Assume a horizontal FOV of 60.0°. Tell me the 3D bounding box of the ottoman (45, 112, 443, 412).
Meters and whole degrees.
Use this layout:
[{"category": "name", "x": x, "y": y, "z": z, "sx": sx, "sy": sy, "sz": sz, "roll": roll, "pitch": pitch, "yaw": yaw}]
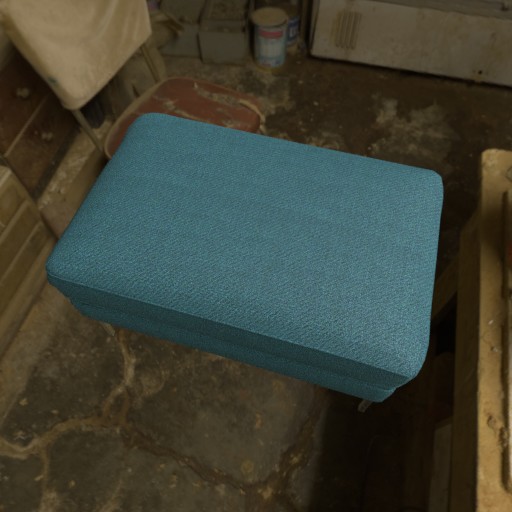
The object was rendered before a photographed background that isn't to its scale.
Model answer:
[{"category": "ottoman", "x": 0.000, "y": 0.000, "z": 1.196, "sx": 0.856, "sy": 0.498, "sz": 0.563, "roll": 14, "pitch": 59, "yaw": 9}]
